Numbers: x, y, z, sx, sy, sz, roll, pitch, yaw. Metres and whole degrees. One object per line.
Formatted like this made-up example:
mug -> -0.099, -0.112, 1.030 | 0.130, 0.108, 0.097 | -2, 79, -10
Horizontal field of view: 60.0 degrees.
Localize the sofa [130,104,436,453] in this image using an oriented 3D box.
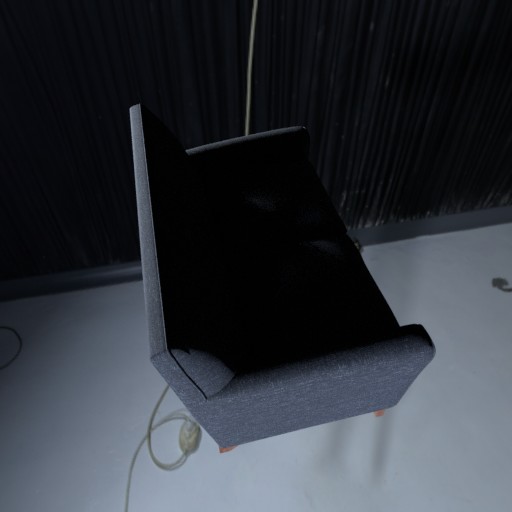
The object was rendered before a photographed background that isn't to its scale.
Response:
sofa -> 0.000, 0.000, 1.943 | 0.875, 0.846, 1.420 | -10, 47, -9
